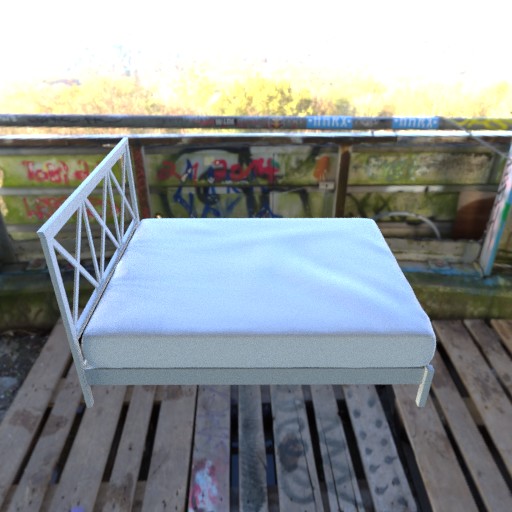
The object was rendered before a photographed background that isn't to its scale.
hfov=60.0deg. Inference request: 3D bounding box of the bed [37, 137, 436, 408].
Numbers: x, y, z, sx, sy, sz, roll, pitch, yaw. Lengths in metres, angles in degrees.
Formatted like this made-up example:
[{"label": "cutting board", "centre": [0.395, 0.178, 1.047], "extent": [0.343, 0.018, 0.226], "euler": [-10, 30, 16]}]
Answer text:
[{"label": "bed", "centre": [0.000, 0.000, 3.190], "extent": [2.135, 1.253, 1.673], "euler": [0, 30, 0]}]
